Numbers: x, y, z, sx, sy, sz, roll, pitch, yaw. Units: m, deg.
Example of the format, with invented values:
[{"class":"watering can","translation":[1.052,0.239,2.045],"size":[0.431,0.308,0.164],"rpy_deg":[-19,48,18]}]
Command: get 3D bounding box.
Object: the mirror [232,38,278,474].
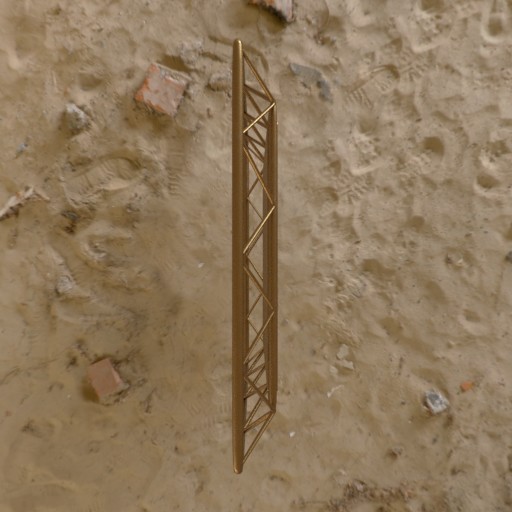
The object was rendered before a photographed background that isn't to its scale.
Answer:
[{"class":"mirror","translation":[0.000,0.000,0.619],"size":[0.046,0.414,0.416],"rpy_deg":[0,91,0]}]
